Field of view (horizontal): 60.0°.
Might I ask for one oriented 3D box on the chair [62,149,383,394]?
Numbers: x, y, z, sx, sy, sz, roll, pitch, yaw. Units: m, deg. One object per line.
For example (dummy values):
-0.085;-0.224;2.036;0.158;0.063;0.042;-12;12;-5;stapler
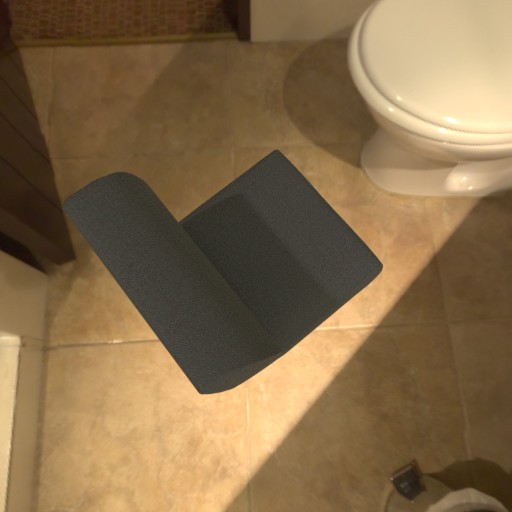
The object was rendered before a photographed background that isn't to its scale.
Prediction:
0.000;0.000;1.208;0.592;0.804;0.513;-39;78;-10;chair
